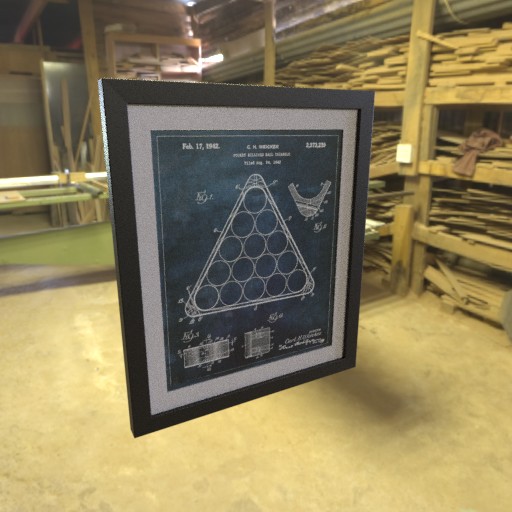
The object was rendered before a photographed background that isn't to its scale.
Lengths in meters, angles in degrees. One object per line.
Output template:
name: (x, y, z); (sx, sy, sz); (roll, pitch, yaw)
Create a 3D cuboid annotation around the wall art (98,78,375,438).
wall art: (0.000, 0.000, 0.708); (0.432, 0.508, 0.025); (-9, 18, -27)
